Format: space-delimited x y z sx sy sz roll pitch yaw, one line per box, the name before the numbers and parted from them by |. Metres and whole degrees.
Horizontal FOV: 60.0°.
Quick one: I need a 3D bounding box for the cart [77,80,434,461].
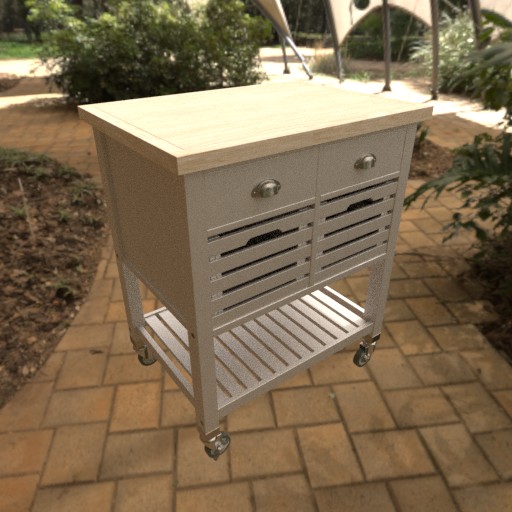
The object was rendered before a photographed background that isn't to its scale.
cart | 0.000 0.000 1.399 0.762 0.914 0.559 -20 35 -31
